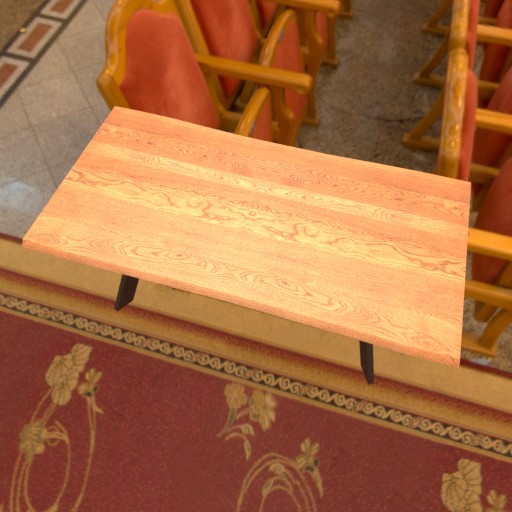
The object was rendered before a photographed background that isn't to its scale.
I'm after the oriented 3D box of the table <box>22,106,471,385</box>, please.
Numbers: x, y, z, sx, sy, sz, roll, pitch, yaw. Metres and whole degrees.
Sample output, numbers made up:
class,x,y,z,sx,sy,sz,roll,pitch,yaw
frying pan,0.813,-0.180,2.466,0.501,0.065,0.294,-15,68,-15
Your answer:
class,x,y,z,sx,sy,sz,roll,pitch,yaw
table,0.000,0.000,2.256,1.800,0.770,0.900,14,60,9
